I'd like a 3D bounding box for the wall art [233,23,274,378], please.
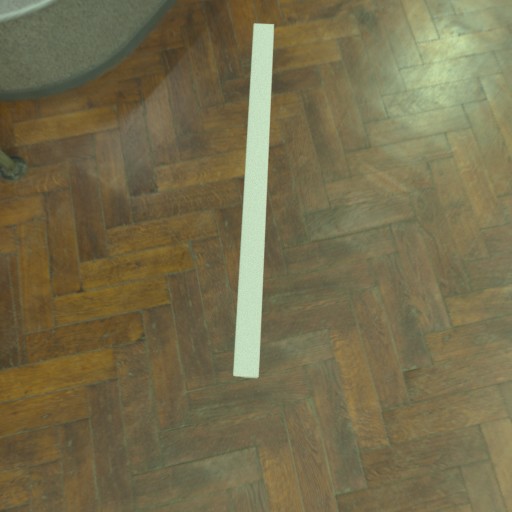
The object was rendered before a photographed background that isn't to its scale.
[{"bbox_3d":[0.000,0.000,0.765,0.025,0.608,0.405,3,75,1],"label":"wall art"}]
